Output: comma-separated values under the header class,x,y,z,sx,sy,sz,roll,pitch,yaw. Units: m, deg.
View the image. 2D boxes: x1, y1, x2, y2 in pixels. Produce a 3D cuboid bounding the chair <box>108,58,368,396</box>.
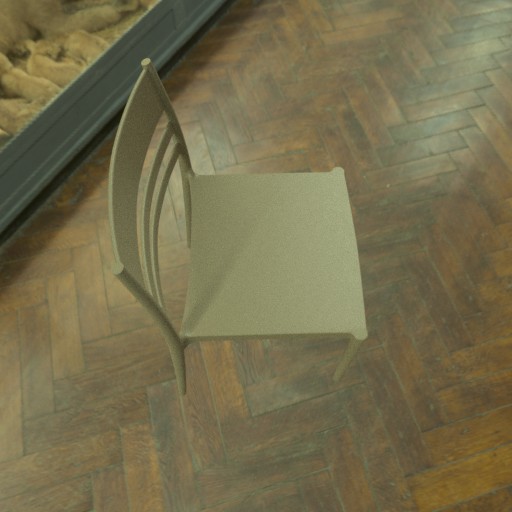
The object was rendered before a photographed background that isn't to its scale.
class,x,y,z,sx,sy,sz,roll,pitch,yaw
chair,0.000,0.000,1.117,0.511,0.800,0.531,-1,62,-1
